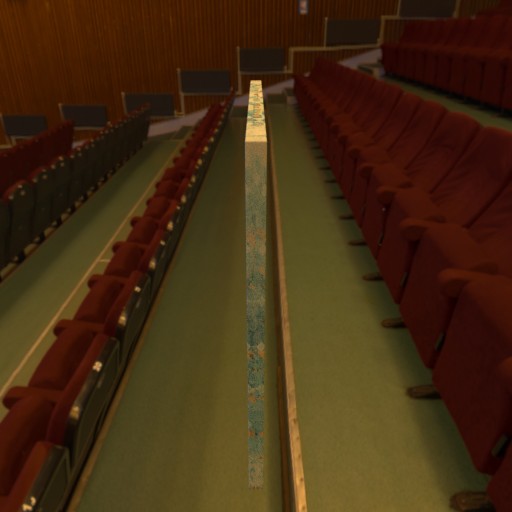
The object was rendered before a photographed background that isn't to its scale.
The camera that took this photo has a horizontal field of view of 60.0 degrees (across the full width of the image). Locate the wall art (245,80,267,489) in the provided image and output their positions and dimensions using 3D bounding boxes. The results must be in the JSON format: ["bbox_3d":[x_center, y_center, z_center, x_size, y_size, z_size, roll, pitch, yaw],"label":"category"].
[{"bbox_3d":[0.000,0.000,1.367,0.040,0.916,0.916,0,28,0],"label":"wall art"}]
